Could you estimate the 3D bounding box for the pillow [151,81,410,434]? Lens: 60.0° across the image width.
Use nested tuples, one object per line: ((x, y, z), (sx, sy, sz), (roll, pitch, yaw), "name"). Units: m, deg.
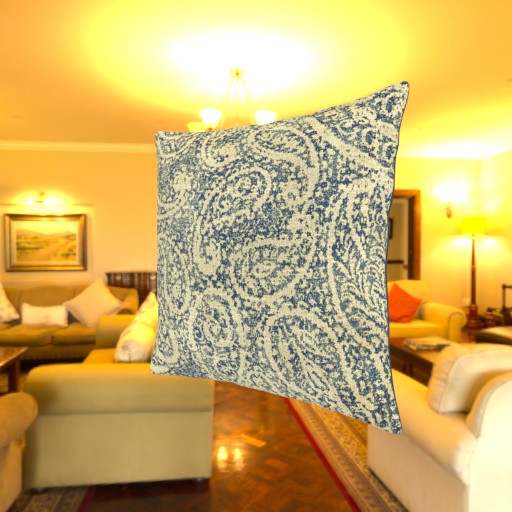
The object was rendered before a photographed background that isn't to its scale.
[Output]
((0.000, 0.000, 0.784), (0.523, 0.510, 0.166), (1, 2, 34), "pillow")
